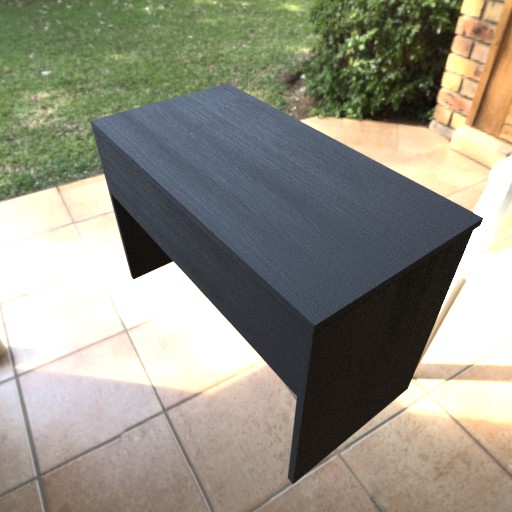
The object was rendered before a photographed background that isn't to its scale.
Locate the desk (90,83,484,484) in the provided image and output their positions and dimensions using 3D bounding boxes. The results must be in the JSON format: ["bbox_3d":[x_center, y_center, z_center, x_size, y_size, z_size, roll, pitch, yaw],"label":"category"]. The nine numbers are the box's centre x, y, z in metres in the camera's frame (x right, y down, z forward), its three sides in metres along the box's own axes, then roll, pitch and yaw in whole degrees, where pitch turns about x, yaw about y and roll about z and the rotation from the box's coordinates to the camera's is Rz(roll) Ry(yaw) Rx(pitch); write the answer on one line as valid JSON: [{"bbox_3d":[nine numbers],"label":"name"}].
[{"bbox_3d":[0.000,0.000,1.520,0.557,0.729,1.099,-27,48,-27],"label":"desk"}]
